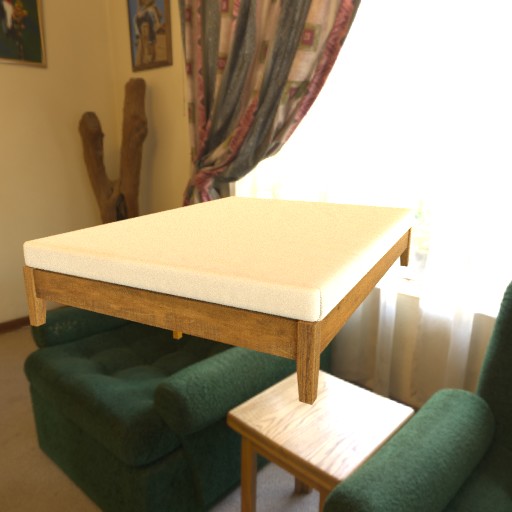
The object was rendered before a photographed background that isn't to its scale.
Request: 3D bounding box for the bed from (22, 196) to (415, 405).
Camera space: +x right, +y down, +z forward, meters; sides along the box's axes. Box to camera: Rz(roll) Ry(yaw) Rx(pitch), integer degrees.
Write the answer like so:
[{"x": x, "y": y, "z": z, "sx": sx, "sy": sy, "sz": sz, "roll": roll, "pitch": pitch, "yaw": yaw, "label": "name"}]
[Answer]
[{"x": 0.000, "y": 0.000, "z": 2.707, "sx": 1.536, "sy": 0.431, "sz": 2.016, "roll": 8, "pitch": 17, "yaw": 27, "label": "bed"}]
